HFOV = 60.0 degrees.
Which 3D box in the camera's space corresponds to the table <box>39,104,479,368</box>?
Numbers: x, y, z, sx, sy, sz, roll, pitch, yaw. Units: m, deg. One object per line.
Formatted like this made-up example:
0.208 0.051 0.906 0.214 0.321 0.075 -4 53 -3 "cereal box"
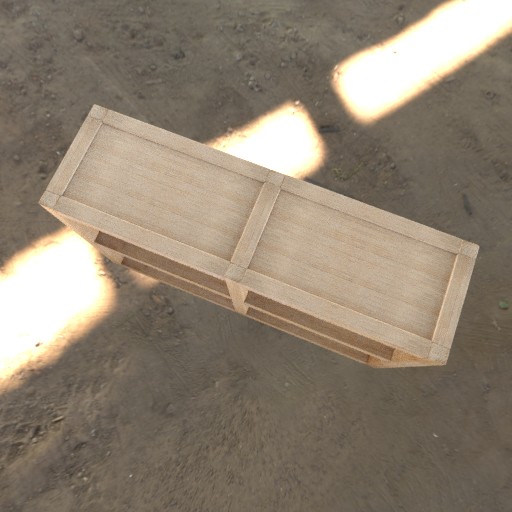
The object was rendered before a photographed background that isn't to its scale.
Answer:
0.000 0.000 1.727 1.320 0.762 0.381 21 76 6 "table"
